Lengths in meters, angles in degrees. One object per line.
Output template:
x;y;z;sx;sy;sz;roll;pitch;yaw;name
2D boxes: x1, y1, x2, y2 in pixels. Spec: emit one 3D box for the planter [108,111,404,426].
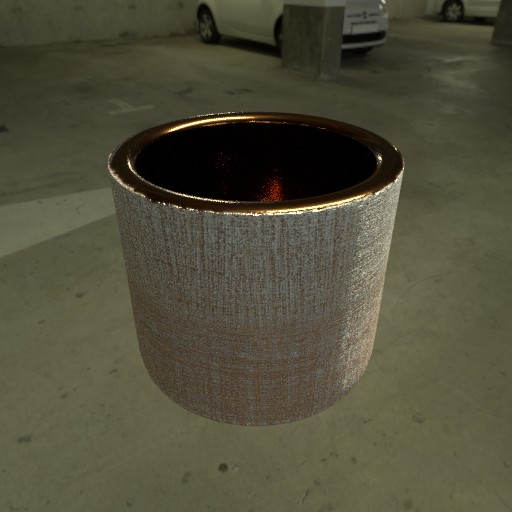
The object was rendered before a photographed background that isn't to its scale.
0.000;0.000;0.311;0.177;0.157;0.177;0;32;0;planter
